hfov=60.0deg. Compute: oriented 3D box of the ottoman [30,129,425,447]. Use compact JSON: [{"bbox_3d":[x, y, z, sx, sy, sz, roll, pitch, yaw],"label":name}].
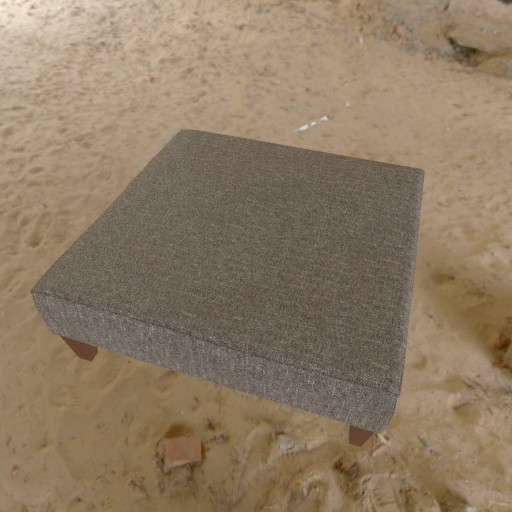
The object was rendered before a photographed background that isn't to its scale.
[{"bbox_3d":[0.000,0.000,1.526,1.016,0.379,0.981,13,45,13],"label":"ottoman"}]
